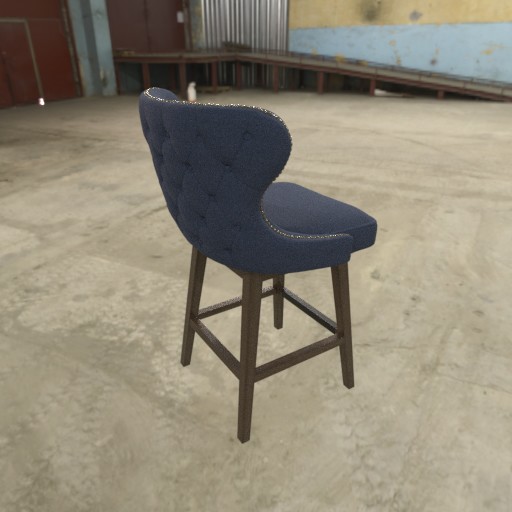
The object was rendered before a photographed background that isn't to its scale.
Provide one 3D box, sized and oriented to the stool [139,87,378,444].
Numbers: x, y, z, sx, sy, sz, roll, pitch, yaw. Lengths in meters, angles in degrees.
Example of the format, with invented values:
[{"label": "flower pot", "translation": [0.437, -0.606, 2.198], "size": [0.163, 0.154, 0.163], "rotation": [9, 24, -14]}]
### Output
[{"label": "stool", "translation": [0.000, 0.000, 1.384], "size": [0.597, 0.972, 0.615], "rotation": [-16, 30, -29]}]
